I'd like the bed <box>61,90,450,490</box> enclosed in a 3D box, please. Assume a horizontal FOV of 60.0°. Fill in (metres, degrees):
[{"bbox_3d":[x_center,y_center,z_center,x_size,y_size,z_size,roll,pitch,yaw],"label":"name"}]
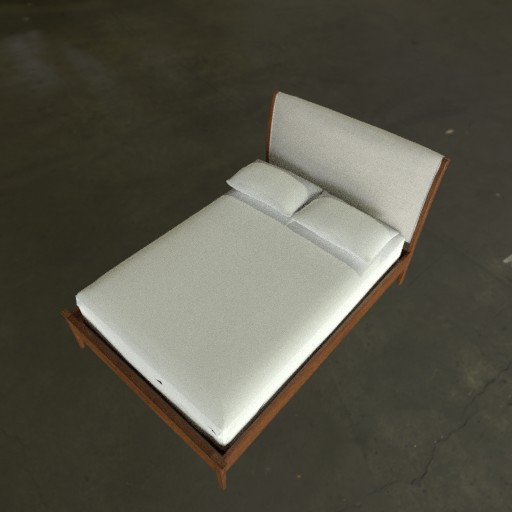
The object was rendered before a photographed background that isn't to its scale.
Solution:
[{"bbox_3d":[0.000,0.000,3.259,1.612,1.250,2.380,32,54,27],"label":"bed"}]
